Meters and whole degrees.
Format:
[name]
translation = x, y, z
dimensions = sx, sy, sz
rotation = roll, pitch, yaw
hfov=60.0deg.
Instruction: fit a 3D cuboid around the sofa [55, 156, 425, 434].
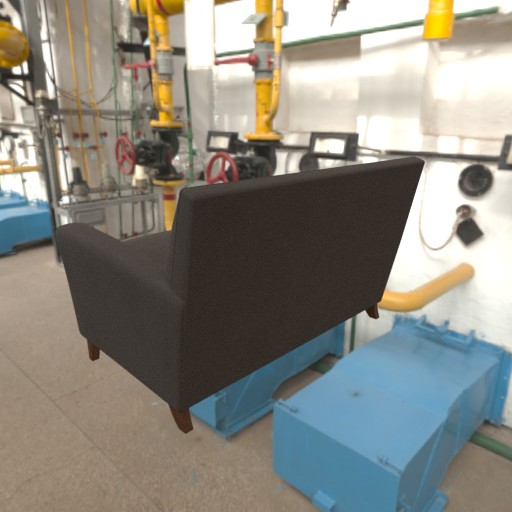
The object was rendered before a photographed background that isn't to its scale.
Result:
[sofa]
translation = 0.000, 0.000, 2.002
dimensions = 0.871, 0.846, 1.420
rotation = 17, 24, 42
